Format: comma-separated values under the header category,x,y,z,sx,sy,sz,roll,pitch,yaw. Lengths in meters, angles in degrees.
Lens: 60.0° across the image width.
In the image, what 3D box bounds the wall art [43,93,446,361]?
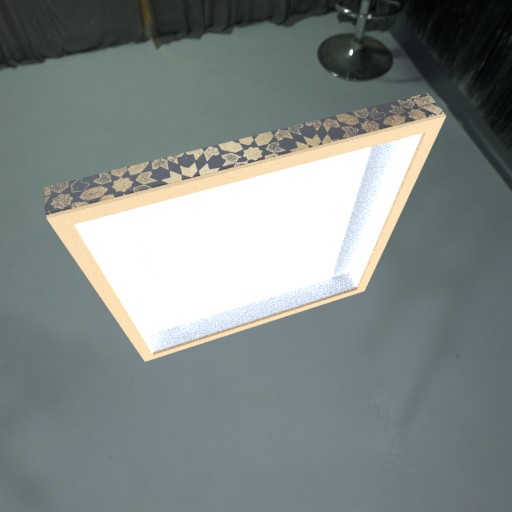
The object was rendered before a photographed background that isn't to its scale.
category,x,y,z,sx,sy,sz,roll,pitch,yaw
wall art,0.000,0.000,0.608,0.405,0.405,0.038,-16,60,-10
